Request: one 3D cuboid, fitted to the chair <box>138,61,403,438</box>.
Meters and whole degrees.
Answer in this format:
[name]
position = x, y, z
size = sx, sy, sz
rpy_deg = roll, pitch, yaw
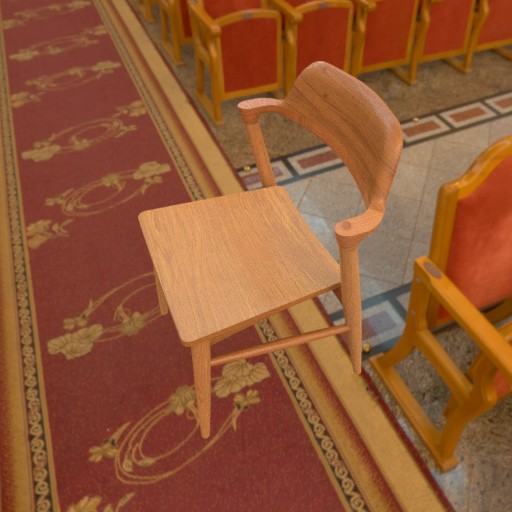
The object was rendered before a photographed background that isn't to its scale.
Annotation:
[chair]
position = 0.000, 0.000, 1.109
size = 0.499, 0.792, 0.512
rpy_deg = -17, 49, -15
